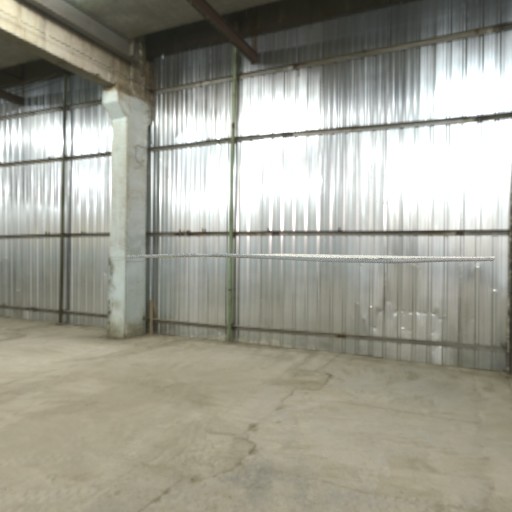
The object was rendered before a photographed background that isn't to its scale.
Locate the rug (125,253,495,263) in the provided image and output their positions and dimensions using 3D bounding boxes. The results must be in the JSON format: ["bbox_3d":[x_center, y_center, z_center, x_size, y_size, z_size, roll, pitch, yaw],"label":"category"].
[{"bbox_3d":[0.000,0.000,2.522,0.675,0.037,2.341,0,1,-36],"label":"rug"}]
